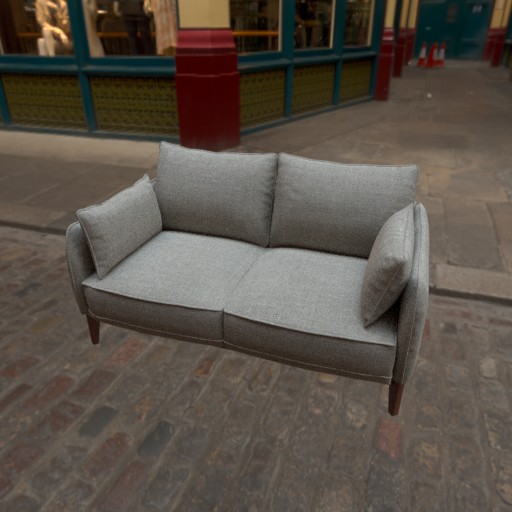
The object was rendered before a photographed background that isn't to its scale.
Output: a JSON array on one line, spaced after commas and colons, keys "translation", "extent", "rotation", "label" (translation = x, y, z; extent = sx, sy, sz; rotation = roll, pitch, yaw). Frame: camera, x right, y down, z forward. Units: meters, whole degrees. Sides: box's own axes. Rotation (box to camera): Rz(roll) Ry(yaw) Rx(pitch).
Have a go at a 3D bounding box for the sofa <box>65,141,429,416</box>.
[{"translation": [0.000, 0.000, 2.172], "extent": [1.580, 0.851, 0.972], "rotation": [9, 29, 16], "label": "sofa"}]
